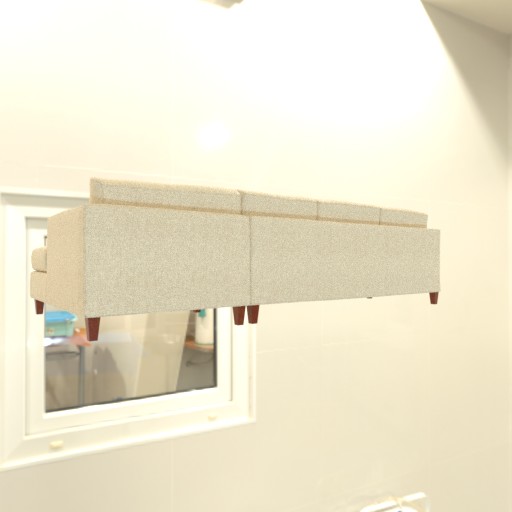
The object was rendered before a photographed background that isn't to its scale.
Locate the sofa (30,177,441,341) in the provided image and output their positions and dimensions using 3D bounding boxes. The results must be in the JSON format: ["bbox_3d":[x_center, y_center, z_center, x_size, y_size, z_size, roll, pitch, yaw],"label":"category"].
[{"bbox_3d":[0.000,0.000,4.025,3.471,0.954,1.603,0,0,-36],"label":"sofa"}]
